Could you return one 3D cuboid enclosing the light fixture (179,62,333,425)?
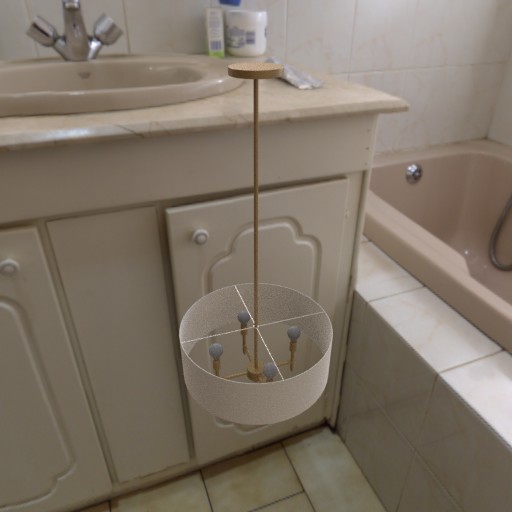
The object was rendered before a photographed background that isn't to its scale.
[{"bbox_3d":[0.000,0.000,1.342,0.508,1.067,0.508,0,31,0],"label":"light fixture"}]
